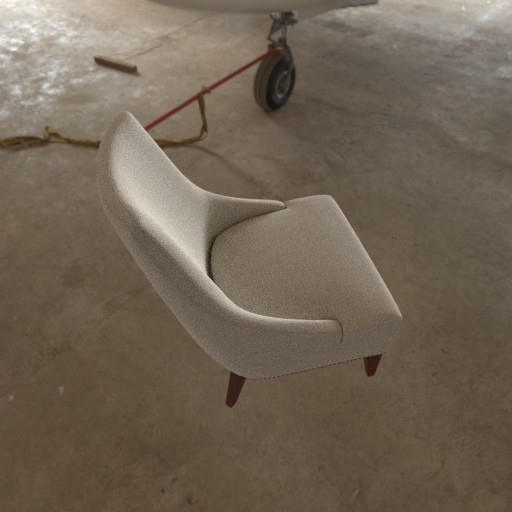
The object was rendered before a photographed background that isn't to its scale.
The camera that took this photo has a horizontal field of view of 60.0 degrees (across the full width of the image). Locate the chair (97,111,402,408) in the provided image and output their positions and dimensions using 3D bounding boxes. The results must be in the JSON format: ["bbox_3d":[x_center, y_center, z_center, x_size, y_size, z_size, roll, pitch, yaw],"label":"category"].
[{"bbox_3d":[0.000,0.000,1.543,0.861,0.909,0.701,-10,47,-10],"label":"chair"}]
